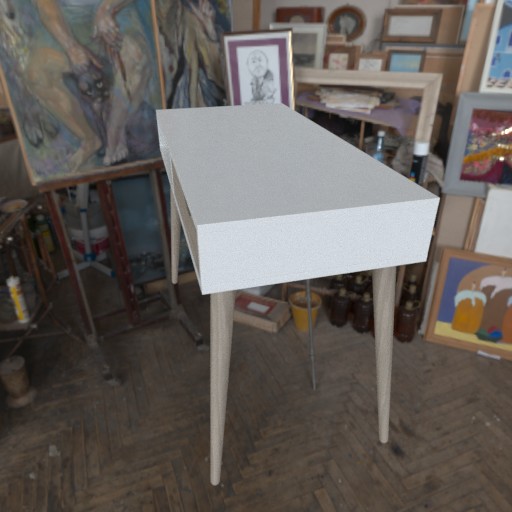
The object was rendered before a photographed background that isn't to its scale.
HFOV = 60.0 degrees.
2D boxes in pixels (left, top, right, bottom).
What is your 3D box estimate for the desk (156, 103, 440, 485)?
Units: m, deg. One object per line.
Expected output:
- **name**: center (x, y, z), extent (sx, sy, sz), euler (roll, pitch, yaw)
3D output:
- **desk**: center (0.000, 0.000, 1.389), extent (0.491, 0.723, 0.979), euler (-8, 30, -13)
